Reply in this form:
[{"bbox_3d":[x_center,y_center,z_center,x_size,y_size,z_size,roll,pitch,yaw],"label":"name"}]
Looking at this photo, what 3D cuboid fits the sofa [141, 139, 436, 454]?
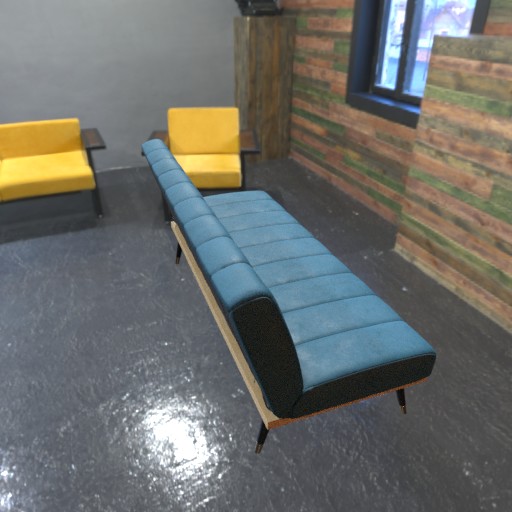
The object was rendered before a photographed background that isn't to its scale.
[{"bbox_3d":[0.000,0.000,2.267,0.830,0.825,1.810,-10,31,-18],"label":"sofa"}]
